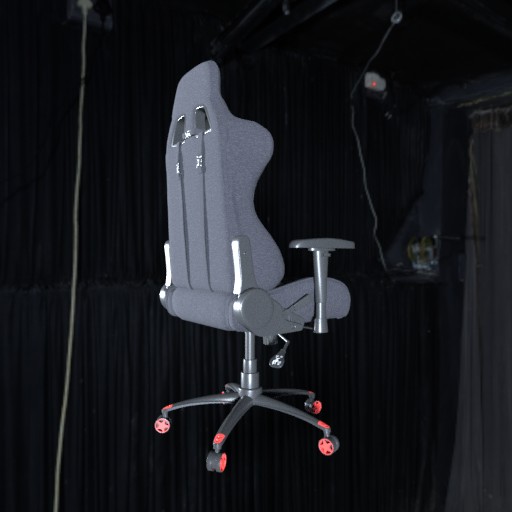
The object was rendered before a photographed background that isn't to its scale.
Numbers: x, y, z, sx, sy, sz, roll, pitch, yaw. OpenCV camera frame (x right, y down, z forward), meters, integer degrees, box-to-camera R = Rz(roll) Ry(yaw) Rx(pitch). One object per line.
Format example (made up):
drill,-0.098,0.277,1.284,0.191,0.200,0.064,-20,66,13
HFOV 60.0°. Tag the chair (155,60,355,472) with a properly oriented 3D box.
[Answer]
chair,0.000,0.000,1.700,0.658,1.326,0.695,0,0,-36
